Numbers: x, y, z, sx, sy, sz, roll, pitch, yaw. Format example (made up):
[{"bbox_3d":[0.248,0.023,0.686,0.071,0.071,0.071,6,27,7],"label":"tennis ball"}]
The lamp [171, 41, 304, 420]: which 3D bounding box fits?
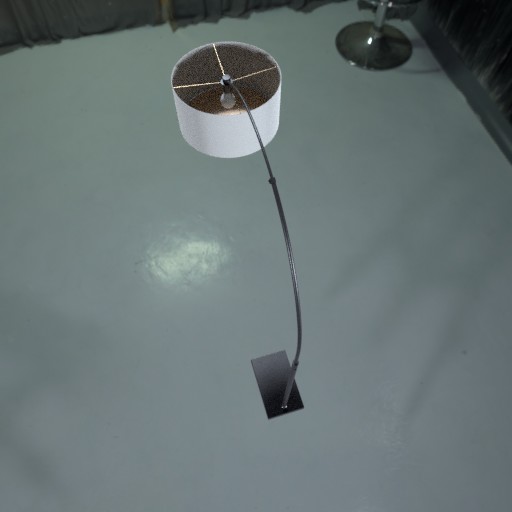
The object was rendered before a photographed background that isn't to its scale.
[{"bbox_3d":[0.000,0.000,2.492,0.493,1.927,1.424,-14,61,-8],"label":"lamp"}]
